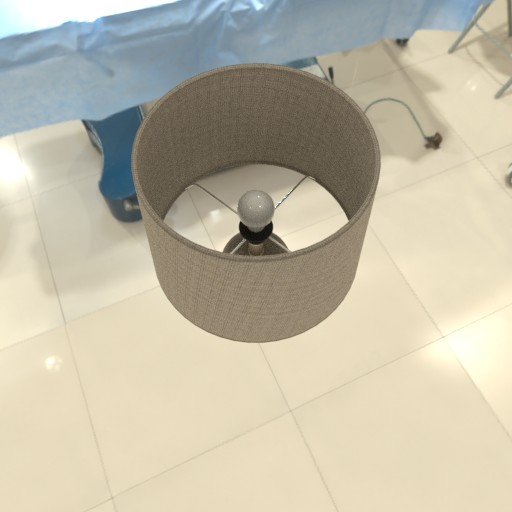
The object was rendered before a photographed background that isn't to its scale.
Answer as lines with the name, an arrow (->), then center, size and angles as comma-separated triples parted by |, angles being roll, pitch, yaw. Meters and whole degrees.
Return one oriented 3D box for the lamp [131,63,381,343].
lamp -> 0.000, 0.000, 0.842 | 0.367, 0.609, 0.367 | 0, 63, 0
